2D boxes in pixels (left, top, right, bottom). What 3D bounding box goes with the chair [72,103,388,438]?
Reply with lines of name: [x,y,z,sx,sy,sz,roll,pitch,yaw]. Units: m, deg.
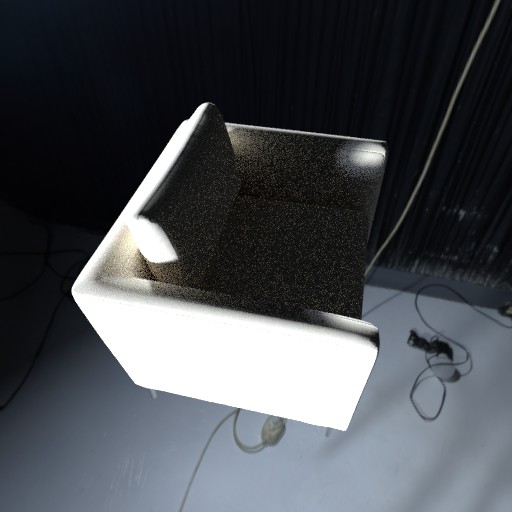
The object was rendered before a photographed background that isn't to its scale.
chair: [0.000,0.000,1.717,0.889,0.865,1.041,9,47,9]
